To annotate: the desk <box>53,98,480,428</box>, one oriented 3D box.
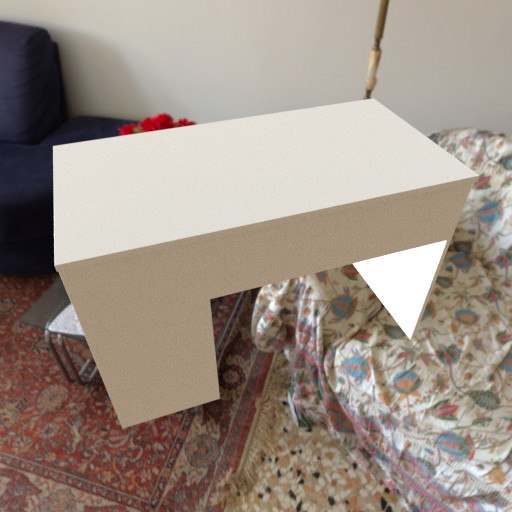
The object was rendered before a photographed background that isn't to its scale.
[{"bbox_3d":[0.000,0.000,1.514,1.097,0.735,0.560,-13,43,-14],"label":"desk"}]
